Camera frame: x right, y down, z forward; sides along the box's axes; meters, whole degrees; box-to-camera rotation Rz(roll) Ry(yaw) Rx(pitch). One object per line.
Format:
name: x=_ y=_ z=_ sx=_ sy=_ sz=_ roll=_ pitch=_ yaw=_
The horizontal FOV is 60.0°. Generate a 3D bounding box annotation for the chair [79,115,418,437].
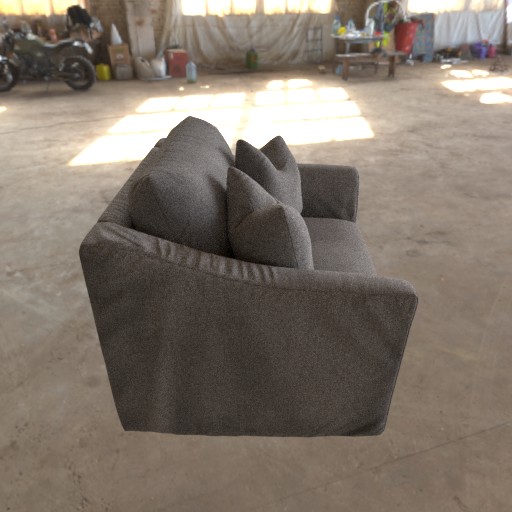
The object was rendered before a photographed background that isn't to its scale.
chair: x=0.000 y=0.000 z=1.995 sx=1.071 sy=1.059 sz=1.194 roll=1 pitch=31 yaw=1
